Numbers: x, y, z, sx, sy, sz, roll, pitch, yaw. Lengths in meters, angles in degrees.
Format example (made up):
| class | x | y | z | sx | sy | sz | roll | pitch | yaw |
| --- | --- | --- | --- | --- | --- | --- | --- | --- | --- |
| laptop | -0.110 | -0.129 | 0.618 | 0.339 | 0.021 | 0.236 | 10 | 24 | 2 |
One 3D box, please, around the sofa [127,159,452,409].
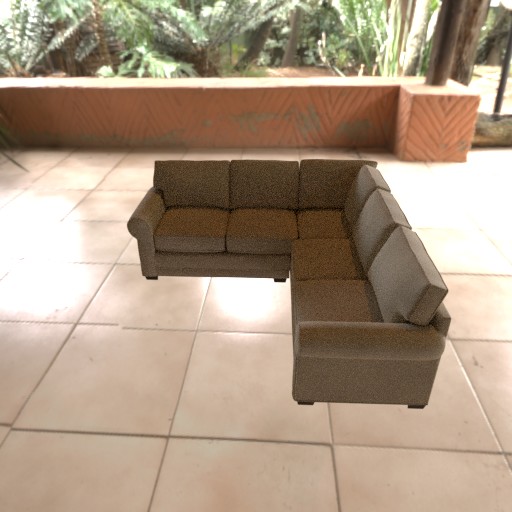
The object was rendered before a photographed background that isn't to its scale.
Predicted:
| class | x | y | z | sx | sy | sz | roll | pitch | yaw |
| --- | --- | --- | --- | --- | --- | --- | --- | --- | --- |
| sofa | 0.000 | 0.000 | 3.885 | 2.487 | 1.054 | 2.569 | 1 | 30 | 2 |
